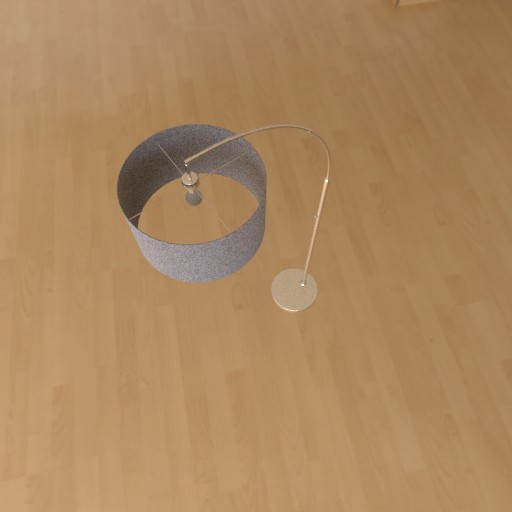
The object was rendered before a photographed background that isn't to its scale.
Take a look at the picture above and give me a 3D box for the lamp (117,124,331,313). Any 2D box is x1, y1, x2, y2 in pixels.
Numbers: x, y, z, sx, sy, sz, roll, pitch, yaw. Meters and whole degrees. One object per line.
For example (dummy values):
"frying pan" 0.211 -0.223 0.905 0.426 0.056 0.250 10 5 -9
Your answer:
"lamp" 0.000 0.000 2.095 0.934 1.735 0.452 -33 67 -16
